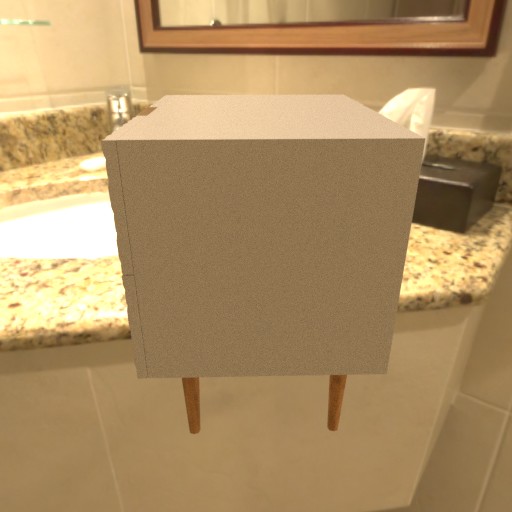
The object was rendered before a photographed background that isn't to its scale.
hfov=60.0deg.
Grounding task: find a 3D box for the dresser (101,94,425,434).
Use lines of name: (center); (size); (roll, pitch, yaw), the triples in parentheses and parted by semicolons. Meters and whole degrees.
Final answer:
dresser: (0.000, 0.000, 0.902); (0.414, 0.568, 0.503); (-1, 26, -1)
